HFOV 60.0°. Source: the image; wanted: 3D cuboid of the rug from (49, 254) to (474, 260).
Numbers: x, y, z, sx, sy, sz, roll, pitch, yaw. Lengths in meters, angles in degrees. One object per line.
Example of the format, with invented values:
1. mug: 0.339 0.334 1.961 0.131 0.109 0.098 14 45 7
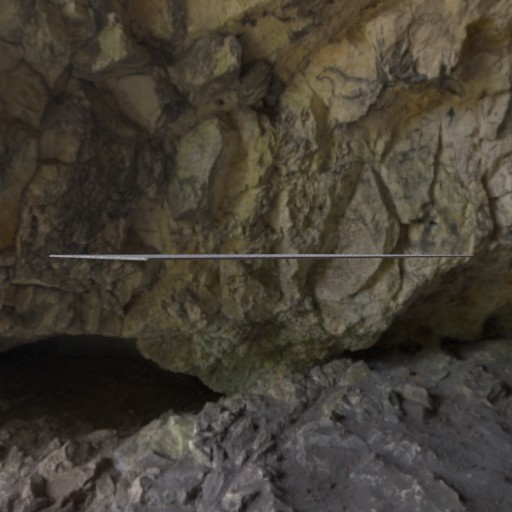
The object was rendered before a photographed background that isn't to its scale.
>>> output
1. rug: 0.000 0.000 4.058 3.050 0.017 2.441 0 1 -35
